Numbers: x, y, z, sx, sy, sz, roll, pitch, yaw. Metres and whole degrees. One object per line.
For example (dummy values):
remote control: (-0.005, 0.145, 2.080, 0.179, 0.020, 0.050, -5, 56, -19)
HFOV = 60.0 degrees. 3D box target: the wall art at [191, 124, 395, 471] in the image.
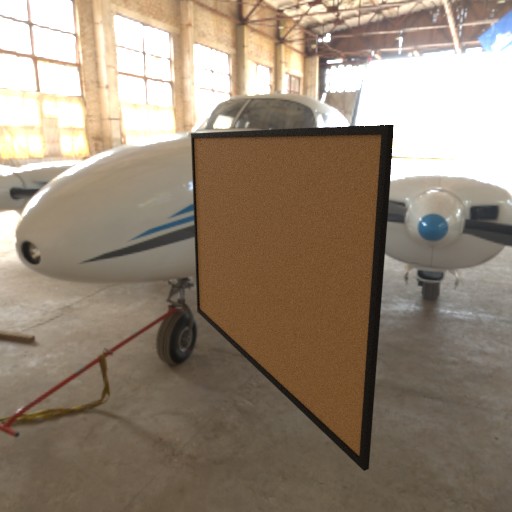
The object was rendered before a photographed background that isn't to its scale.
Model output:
wall art: (0.000, 0.000, 1.219, 0.013, 0.665, 0.963, -7, 16, -26)
